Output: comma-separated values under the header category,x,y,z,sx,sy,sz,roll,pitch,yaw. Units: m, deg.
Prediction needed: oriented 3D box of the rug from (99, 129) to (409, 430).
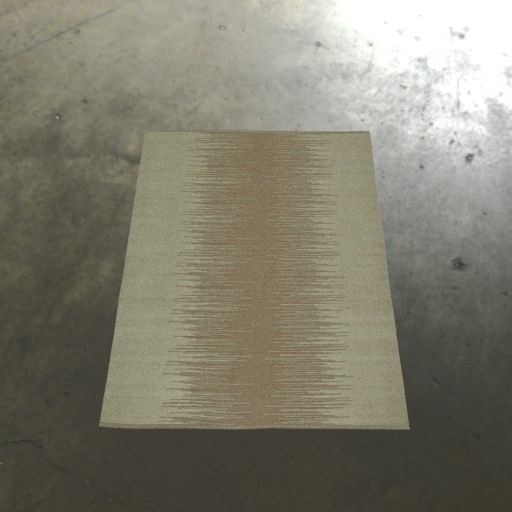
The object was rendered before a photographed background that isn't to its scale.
category,x,y,z,sx,sy,sz,roll,pitch,yaw
rug,0.000,0.000,4.146,2.438,0.013,3.048,1,64,0
